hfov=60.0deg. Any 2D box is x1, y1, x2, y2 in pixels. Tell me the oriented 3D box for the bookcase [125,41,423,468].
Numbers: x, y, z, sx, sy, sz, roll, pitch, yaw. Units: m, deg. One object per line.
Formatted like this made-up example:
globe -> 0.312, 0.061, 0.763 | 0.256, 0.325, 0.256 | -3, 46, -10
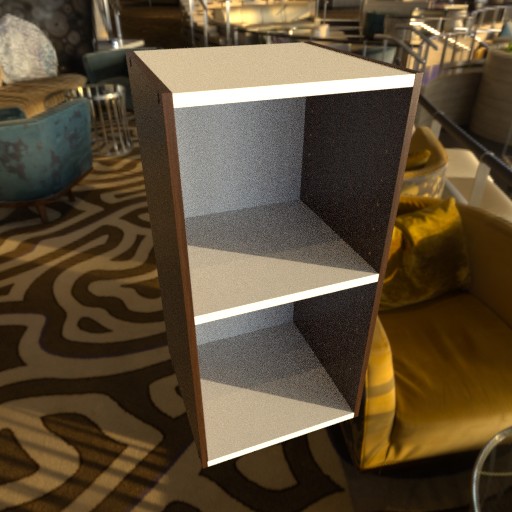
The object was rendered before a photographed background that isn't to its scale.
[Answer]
bookcase -> 0.000, 0.000, 0.734 | 0.300, 0.600, 0.290 | -11, 34, -17
